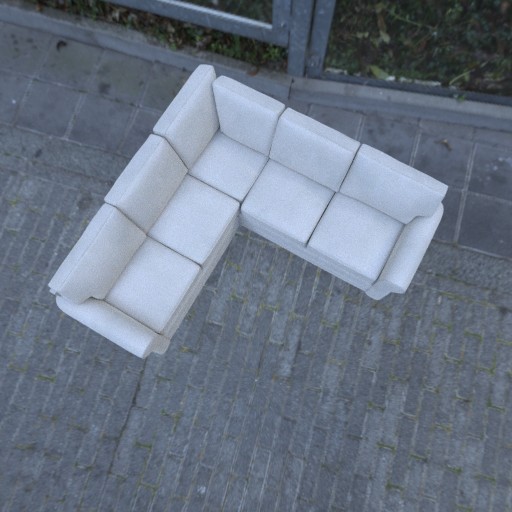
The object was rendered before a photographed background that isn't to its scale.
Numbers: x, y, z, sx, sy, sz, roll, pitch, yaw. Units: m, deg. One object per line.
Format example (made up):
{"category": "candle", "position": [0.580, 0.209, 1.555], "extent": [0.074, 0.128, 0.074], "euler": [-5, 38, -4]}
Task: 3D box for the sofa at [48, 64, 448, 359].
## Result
{"category": "sofa", "position": [0.000, 0.000, 3.956], "extent": [2.569, 1.054, 2.487], "euler": [28, 76, 8]}
